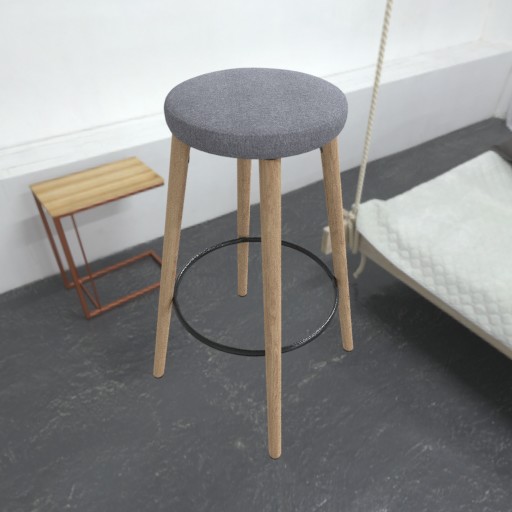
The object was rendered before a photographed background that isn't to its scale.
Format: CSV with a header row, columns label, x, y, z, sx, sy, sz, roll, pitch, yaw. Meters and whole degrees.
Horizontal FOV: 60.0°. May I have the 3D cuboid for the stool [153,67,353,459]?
label,x,y,z,sx,sy,sz,roll,pitch,yaw
stool,0.000,0.000,1.003,0.410,0.770,0.410,25,46,26
